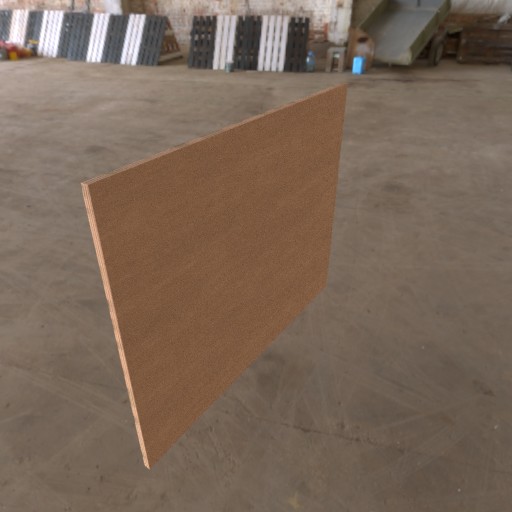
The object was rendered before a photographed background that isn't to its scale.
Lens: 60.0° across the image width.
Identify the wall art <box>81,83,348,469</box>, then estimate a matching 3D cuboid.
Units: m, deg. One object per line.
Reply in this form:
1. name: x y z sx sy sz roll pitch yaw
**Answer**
1. wall art: 0.000 0.000 0.661 0.010 0.408 0.508 21 38 29
